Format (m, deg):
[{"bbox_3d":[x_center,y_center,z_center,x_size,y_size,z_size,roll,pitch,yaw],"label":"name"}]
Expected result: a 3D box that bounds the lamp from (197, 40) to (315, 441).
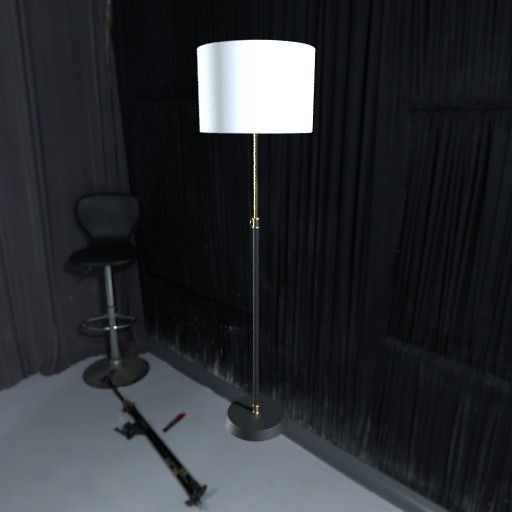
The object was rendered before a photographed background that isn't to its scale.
[{"bbox_3d":[0.000,0.000,1.748,0.404,1.517,0.404,16,23,42],"label":"lamp"}]
